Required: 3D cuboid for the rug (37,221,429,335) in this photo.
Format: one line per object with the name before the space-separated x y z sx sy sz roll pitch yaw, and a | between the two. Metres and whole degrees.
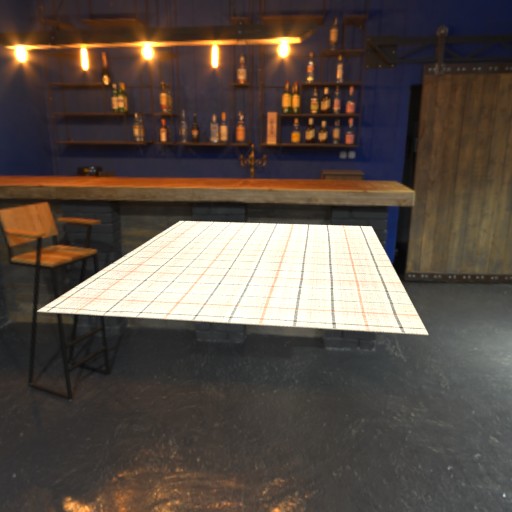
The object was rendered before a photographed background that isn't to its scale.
rug | 0.000 0.000 4.164 2.444 0.012 3.048 2 16 8
